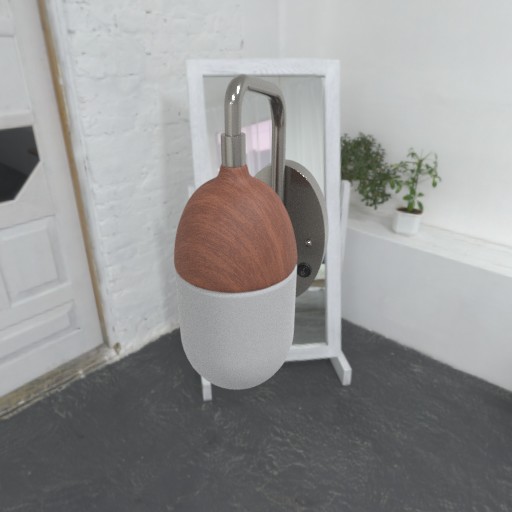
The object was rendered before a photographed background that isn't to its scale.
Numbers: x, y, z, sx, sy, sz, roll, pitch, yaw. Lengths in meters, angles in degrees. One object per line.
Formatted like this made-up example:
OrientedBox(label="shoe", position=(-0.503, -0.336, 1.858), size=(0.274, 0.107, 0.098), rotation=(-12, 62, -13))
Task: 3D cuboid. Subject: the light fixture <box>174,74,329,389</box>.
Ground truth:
OrientedBox(label="light fixture", position=(0.000, 0.000, 0.443), size=(0.108, 0.343, 0.216), rotation=(9, 29, 17))
